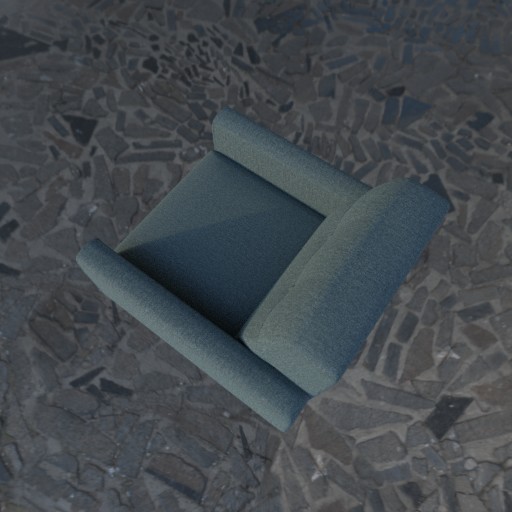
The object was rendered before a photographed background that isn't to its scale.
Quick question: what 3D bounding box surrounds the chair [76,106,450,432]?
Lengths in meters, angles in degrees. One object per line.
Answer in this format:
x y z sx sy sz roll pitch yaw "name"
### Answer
0.000 0.000 1.693 0.964 0.940 0.880 34 70 14 "chair"
